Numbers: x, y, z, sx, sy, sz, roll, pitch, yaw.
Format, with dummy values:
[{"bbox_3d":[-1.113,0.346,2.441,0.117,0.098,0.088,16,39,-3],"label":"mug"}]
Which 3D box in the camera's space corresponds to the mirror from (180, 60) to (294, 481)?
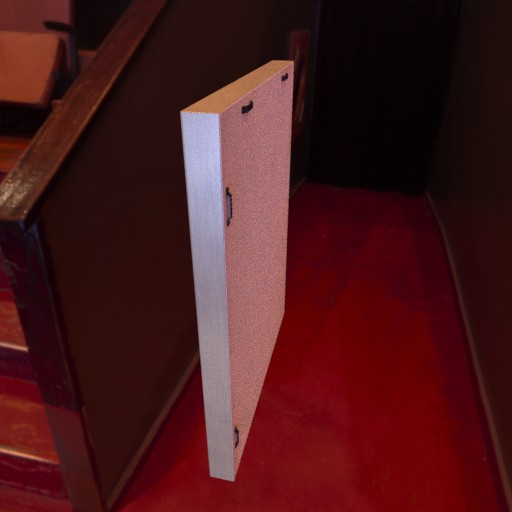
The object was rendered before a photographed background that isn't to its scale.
[{"bbox_3d":[0.000,0.000,0.678,0.041,0.509,0.406,7,30,11],"label":"mirror"}]
